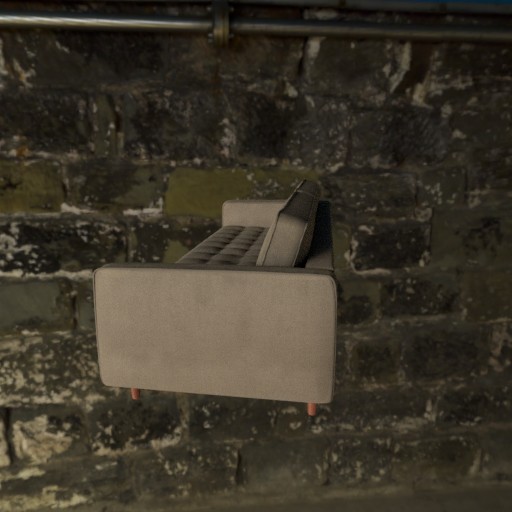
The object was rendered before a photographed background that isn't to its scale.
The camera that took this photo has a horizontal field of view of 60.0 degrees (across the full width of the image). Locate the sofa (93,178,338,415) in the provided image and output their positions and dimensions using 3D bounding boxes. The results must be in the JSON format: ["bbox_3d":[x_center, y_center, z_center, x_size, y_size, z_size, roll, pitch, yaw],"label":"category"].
[{"bbox_3d":[0.000,0.000,2.688,0.923,0.813,2.295,2,14,9],"label":"sofa"}]
